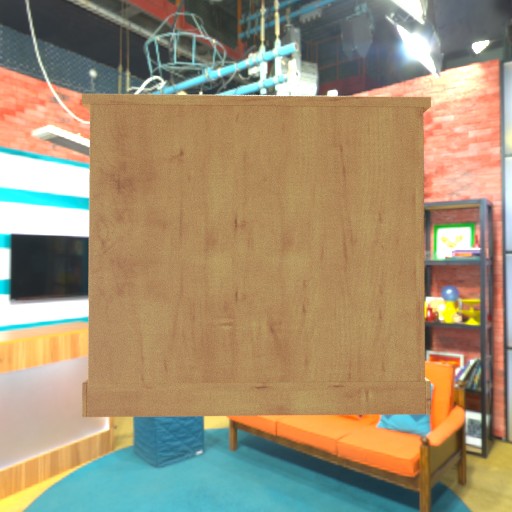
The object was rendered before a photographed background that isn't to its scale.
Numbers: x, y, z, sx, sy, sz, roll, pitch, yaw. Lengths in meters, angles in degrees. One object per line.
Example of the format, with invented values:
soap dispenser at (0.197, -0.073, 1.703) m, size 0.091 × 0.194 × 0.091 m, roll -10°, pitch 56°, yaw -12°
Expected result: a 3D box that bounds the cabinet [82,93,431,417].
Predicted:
cabinet at (0.000, 0.000, 1.385) m, size 0.920 × 0.840 × 0.450 m, roll 0°, pitch -1°, yaw -1°
